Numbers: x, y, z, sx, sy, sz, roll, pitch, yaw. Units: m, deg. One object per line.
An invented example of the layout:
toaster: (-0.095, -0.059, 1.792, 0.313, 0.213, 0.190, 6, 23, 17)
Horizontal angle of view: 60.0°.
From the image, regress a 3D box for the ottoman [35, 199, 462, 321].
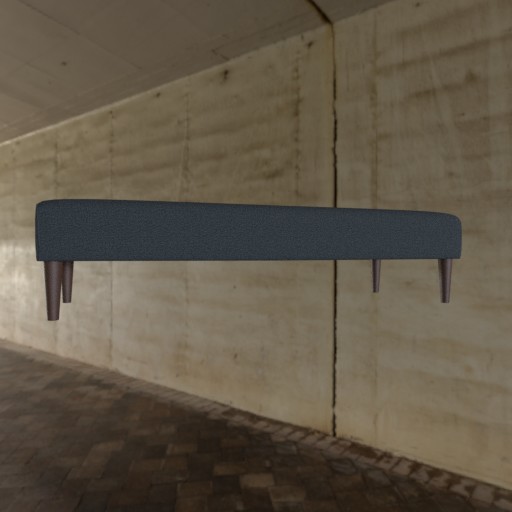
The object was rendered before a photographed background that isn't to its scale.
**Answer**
ottoman: (0.000, 0.000, 1.867, 1.609, 0.393, 0.646, 0, 0, -19)
